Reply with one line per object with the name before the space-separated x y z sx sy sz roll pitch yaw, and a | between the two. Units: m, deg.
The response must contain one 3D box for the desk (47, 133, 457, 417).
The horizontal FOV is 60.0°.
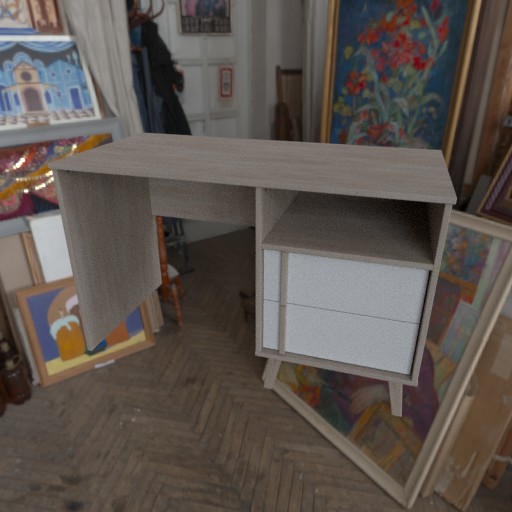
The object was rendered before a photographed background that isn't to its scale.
desk | 0.000 0.000 1.713 1.251 0.770 0.600 8 26 15
